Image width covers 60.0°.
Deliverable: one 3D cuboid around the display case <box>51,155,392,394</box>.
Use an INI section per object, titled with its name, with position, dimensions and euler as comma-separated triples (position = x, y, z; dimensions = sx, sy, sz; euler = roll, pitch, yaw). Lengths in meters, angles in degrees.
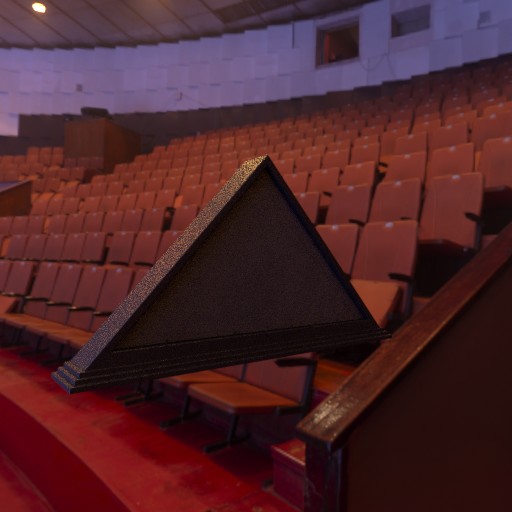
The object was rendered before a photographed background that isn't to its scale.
[display case]
position = 0.000, 0.000, 0.770
dimensions = 0.640, 0.340, 0.095
euler = 0, -1, -37
